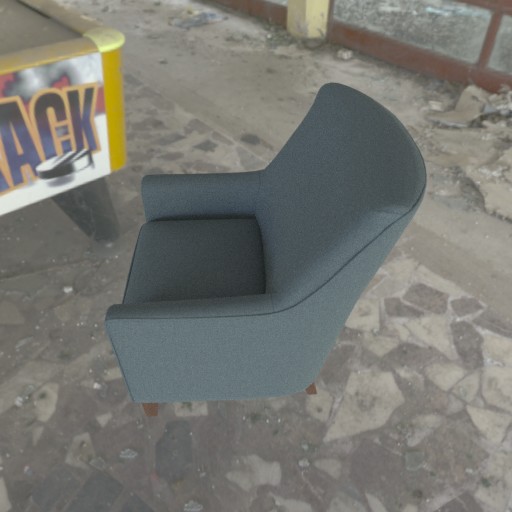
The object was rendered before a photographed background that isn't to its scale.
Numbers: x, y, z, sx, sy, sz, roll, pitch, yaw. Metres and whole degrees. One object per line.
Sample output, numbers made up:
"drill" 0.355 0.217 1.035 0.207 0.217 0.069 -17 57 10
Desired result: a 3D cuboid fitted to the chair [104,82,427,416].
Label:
"chair" 0.000 0.000 1.526 0.879 0.916 0.756 -2 42 -2
